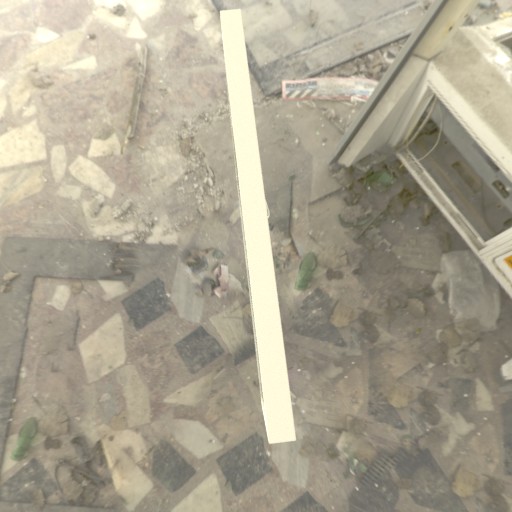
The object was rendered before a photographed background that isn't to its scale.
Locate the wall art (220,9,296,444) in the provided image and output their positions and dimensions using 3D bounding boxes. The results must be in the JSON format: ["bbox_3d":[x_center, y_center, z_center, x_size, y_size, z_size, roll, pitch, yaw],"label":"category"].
[{"bbox_3d":[0.000,0.000,1.102,0.050,0.762,0.761,-6,75,-2],"label":"wall art"}]
